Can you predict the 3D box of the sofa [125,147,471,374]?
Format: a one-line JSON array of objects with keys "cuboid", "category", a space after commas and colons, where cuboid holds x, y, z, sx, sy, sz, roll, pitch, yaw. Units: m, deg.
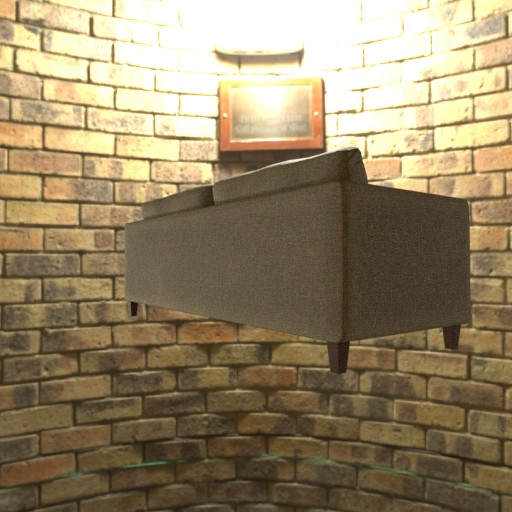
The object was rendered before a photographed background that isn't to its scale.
[{"cuboid": [0.000, 0.000, 2.913, 0.948, 0.951, 2.434, 1, -1, -36], "category": "sofa"}]
